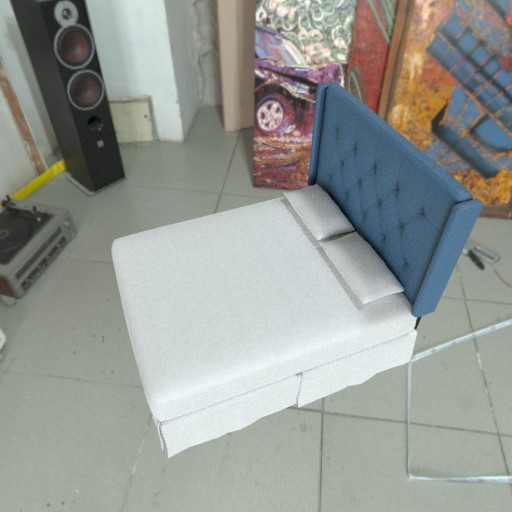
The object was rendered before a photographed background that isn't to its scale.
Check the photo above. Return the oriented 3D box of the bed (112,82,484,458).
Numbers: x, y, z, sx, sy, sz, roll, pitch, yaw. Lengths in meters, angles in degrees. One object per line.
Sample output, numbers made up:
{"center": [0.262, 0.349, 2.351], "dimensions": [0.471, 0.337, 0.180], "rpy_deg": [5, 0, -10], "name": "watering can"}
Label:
{"center": [0.000, 0.000, 3.313], "dimensions": [2.078, 1.665, 1.719], "rpy_deg": [-16, 47, -15], "name": "bed"}
